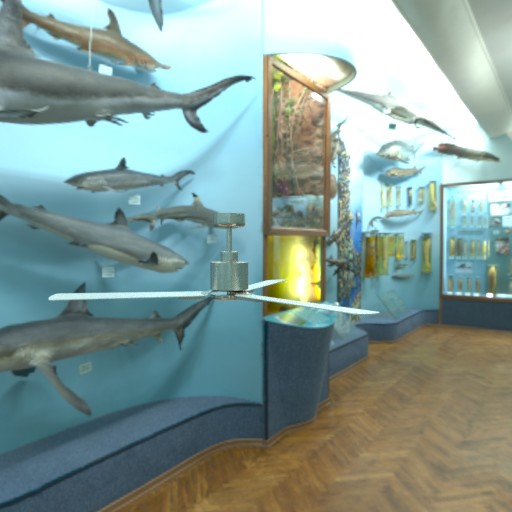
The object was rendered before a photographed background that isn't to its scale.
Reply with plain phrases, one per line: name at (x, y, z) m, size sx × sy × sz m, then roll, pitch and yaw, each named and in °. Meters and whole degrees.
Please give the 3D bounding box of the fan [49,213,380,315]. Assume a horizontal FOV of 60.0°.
fan at (0.000, 0.000, 2.359) m, size 1.531 × 0.446 × 1.561 m, roll 1°, pitch 2°, yaw 37°
